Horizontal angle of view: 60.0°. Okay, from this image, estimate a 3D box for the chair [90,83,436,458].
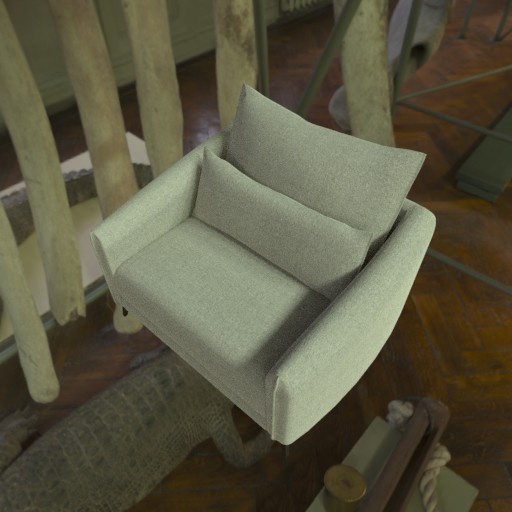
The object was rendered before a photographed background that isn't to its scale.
[{"bbox_3d":[0.000,0.000,1.649,1.029,0.856,0.801,32,54,27],"label":"chair"}]
